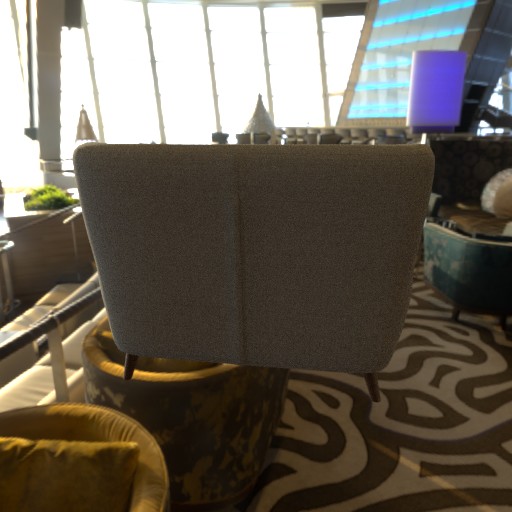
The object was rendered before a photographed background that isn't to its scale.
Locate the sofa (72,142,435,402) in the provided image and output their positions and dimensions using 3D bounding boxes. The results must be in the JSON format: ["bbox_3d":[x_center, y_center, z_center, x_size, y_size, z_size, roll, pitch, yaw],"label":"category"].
[{"bbox_3d":[0.000,0.000,2.040,1.386,1.028,0.884,2,16,9],"label":"sofa"}]
